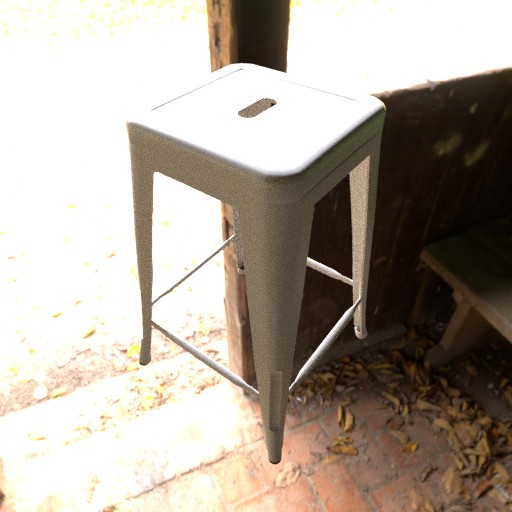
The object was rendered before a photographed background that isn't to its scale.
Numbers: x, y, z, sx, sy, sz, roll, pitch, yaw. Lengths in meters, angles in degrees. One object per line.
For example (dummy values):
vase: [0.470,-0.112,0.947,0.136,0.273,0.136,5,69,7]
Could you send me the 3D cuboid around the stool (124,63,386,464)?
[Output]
stool: [0.000,0.000,0.879,0.406,0.610,0.406,27,49,26]
